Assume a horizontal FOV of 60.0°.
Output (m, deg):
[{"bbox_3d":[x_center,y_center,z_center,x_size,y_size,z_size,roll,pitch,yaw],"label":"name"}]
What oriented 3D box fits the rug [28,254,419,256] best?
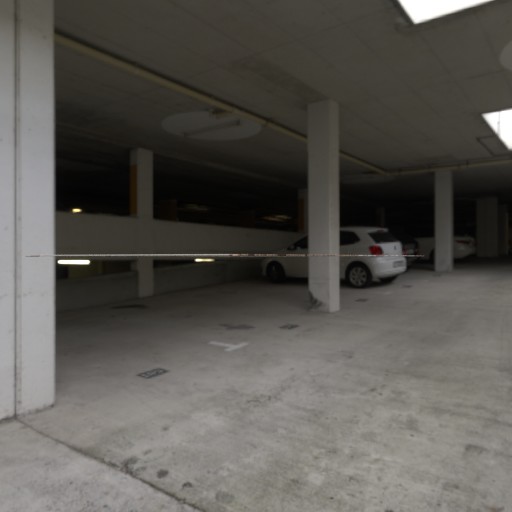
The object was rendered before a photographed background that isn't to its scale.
[{"bbox_3d":[0.000,0.000,2.408,1.268,0.007,1.918,0,0,37],"label":"rug"}]
